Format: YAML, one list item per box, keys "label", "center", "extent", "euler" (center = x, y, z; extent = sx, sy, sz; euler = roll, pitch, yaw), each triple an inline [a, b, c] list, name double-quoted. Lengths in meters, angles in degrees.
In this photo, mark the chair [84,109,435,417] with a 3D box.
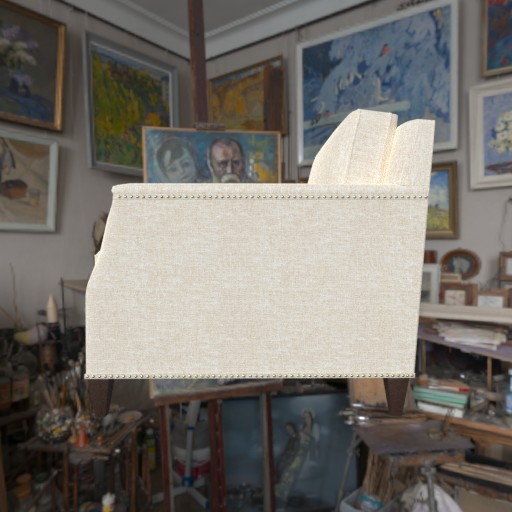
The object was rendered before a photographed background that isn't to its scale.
- label: "chair"
  center: [0.000, 0.000, 1.705]
  extent: [1.041, 0.940, 0.838]
  euler: [0, 1, -1]
